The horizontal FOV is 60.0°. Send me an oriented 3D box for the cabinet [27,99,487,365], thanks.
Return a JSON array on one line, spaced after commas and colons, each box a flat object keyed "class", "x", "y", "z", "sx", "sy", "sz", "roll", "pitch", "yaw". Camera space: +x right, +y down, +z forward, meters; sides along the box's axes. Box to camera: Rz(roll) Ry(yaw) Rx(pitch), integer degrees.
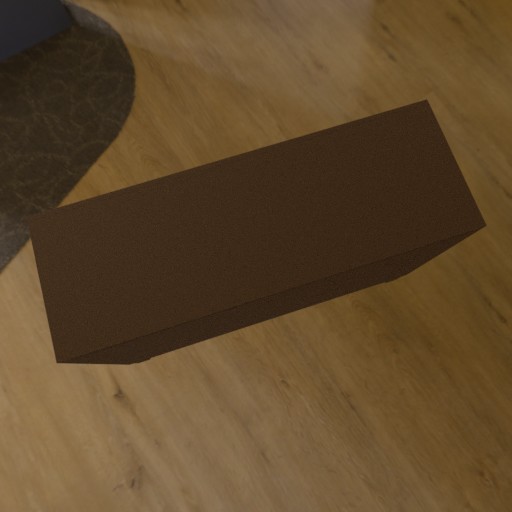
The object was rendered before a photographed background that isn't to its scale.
[{"class": "cabinet", "x": 0.000, "y": 0.000, "z": 1.865, "sx": 1.396, "sy": 0.914, "sz": 0.482, "roll": -17, "pitch": 77, "yaw": -4}]
